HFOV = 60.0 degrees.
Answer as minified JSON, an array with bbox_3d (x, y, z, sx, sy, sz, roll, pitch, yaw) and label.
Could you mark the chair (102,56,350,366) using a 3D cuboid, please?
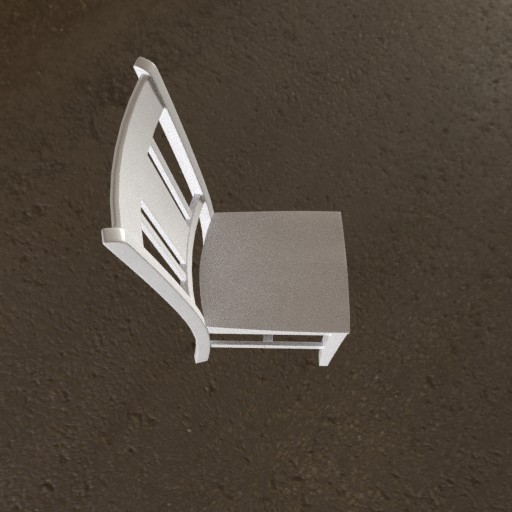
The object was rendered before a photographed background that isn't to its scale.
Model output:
[{"bbox_3d":[0.000,0.000,1.289,0.555,0.998,0.450,1,64,0],"label":"chair"}]
